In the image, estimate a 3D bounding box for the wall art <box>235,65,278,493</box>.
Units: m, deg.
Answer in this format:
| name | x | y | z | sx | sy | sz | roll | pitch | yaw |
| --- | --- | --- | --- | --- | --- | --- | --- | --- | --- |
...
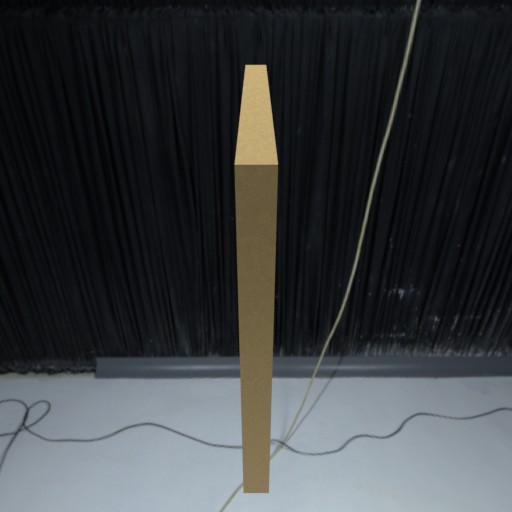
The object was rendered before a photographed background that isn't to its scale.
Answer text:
| name | x | y | z | sx | sy | sz | roll | pitch | yaw |
| --- | --- | --- | --- | --- | --- | --- | --- | --- | --- |
| wall art | 0.000 | 0.000 | 1.856 | 0.095 | 1.284 | 1.284 | 0 | 32 | 0 |
